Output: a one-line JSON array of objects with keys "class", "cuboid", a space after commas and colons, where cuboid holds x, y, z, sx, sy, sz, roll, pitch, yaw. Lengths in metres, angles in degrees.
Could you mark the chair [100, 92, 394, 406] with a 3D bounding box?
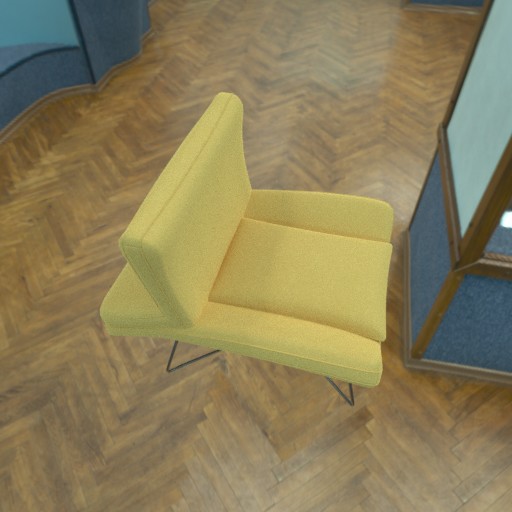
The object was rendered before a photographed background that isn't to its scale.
[{"class": "chair", "cuboid": [0.000, 0.000, 1.680, 1.008, 0.855, 0.859, 11, 48, 10]}]
